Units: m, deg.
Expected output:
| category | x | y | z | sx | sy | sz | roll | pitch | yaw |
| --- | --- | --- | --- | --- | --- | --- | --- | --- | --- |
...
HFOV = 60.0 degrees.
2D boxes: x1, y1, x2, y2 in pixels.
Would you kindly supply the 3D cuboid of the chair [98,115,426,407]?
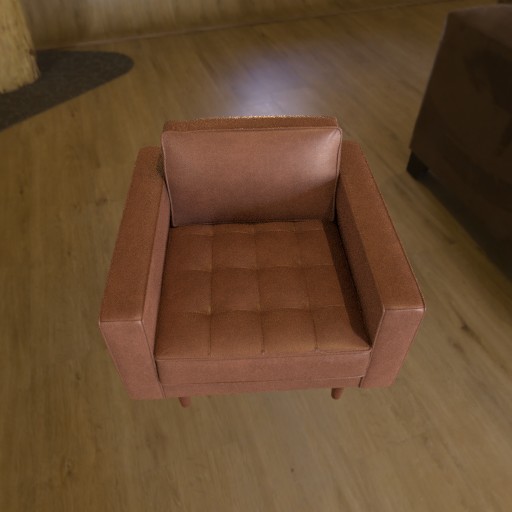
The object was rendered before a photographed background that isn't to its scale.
| category | x | y | z | sx | sy | sz | roll | pitch | yaw |
| --- | --- | --- | --- | --- | --- | --- | --- | --- | --- |
| chair | 0.000 | 0.000 | 1.594 | 0.920 | 0.770 | 0.900 | -2 | 46 | -2 |
